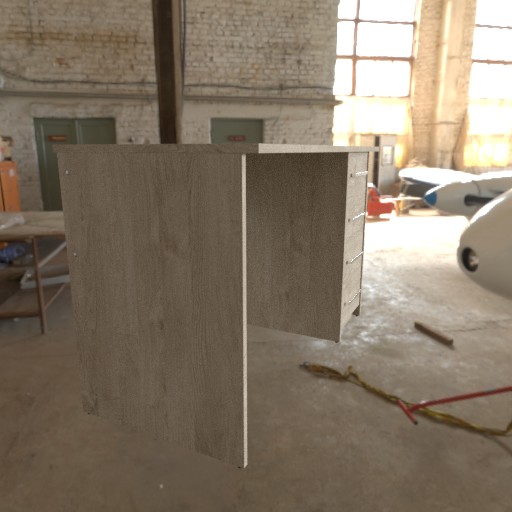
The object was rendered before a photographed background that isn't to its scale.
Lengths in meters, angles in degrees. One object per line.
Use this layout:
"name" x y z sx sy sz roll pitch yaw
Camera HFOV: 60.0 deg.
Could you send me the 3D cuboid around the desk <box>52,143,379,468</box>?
"desk" 0.000 0.000 1.515 0.560 0.730 1.096 7 15 26
